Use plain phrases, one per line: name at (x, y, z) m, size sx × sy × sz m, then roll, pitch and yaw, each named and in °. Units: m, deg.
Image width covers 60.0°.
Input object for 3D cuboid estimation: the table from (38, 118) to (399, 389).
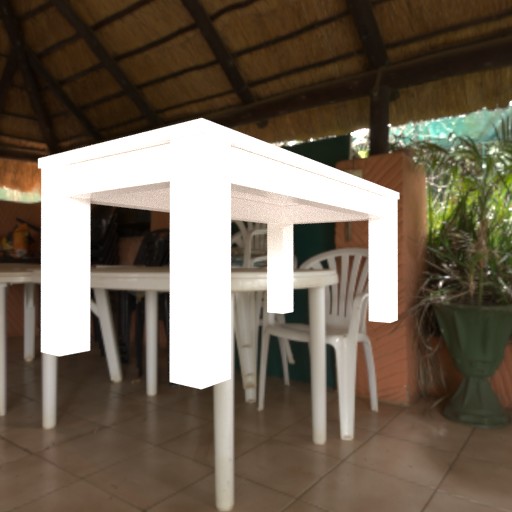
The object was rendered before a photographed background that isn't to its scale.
table at (0.000, 0.000, 2.276) m, size 0.900 × 0.790 × 1.800 m, roll 0°, pitch 0°, yaw 36°
